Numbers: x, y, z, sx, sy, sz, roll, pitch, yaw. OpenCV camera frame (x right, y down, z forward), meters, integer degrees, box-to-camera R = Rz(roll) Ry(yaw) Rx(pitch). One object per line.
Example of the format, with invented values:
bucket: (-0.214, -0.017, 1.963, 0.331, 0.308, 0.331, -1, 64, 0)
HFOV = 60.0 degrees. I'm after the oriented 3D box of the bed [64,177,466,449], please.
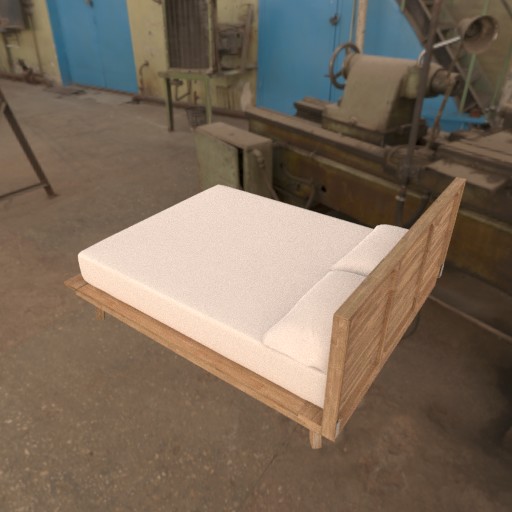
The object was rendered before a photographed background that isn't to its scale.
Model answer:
bed: (0.000, 0.000, 3.104, 2.145, 1.071, 1.759, 21, 37, 30)
